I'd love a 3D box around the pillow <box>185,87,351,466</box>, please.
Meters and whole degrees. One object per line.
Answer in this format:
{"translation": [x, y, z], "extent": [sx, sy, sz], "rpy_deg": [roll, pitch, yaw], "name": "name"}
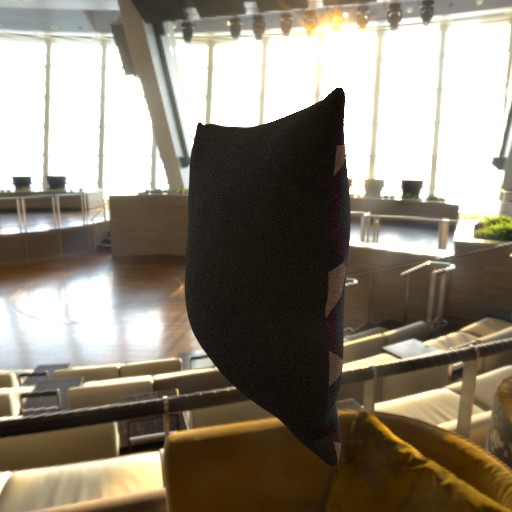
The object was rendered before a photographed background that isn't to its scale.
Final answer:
{"translation": [0.000, 0.000, 0.773], "extent": [0.208, 0.496, 0.503], "rpy_deg": [-6, 14, -26], "name": "pillow"}
